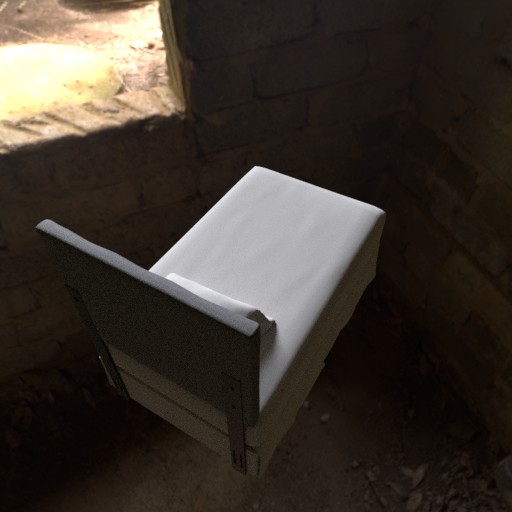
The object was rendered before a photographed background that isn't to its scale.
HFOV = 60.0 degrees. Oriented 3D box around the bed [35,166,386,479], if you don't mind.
[{"bbox_3d":[0.000,0.000,2.910,1.261,1.571,1.997,24,51,20],"label":"bed"}]
